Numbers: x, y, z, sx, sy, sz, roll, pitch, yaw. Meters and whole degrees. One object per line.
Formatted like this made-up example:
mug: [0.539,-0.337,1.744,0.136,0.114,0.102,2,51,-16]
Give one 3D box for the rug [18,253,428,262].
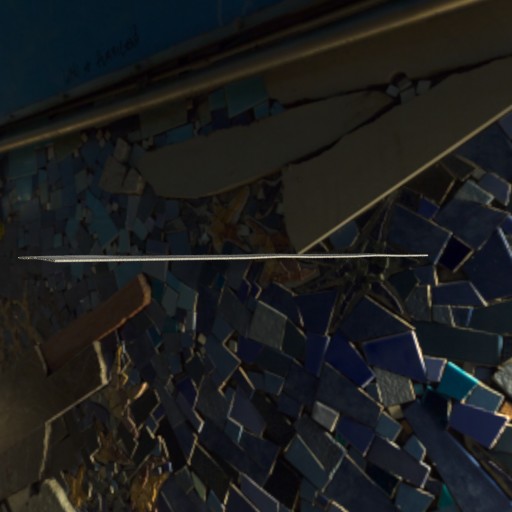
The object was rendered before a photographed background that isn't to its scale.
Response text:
rug: [0.000,0.000,2.674,2.439,0.013,0.762,-1,1,-37]
